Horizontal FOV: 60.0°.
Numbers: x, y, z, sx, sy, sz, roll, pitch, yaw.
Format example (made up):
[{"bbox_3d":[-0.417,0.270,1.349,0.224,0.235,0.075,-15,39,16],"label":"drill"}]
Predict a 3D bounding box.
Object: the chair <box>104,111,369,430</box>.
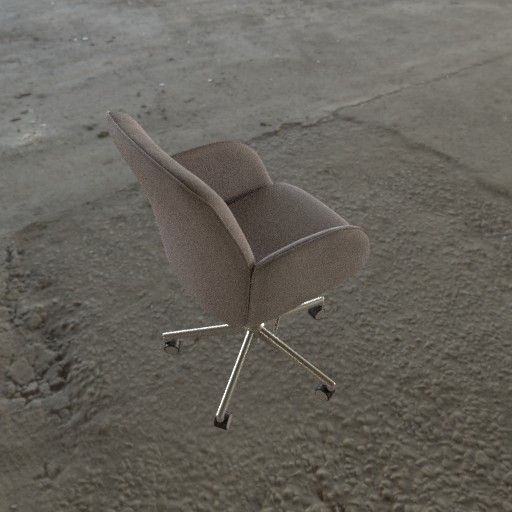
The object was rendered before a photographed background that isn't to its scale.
[{"bbox_3d":[0.000,0.000,1.365,0.654,0.959,0.648,-25,47,-25],"label":"chair"}]
